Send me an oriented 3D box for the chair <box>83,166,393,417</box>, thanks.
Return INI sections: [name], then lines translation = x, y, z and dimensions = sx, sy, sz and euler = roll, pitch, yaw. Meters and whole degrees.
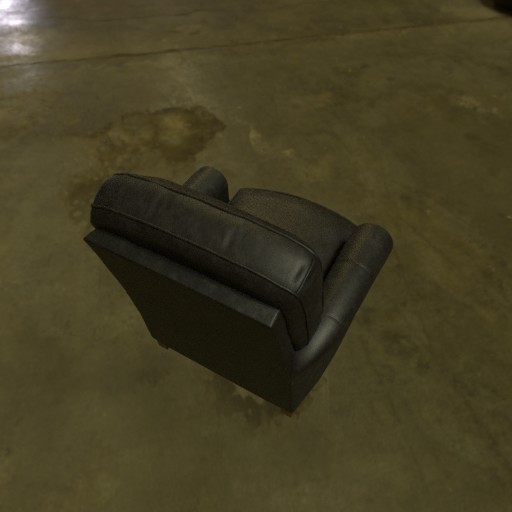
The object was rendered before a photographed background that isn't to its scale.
[chair]
translation = 0.000, 0.000, 1.783
dimensions = 0.936, 1.018, 0.986
euler = 23, 50, 21
